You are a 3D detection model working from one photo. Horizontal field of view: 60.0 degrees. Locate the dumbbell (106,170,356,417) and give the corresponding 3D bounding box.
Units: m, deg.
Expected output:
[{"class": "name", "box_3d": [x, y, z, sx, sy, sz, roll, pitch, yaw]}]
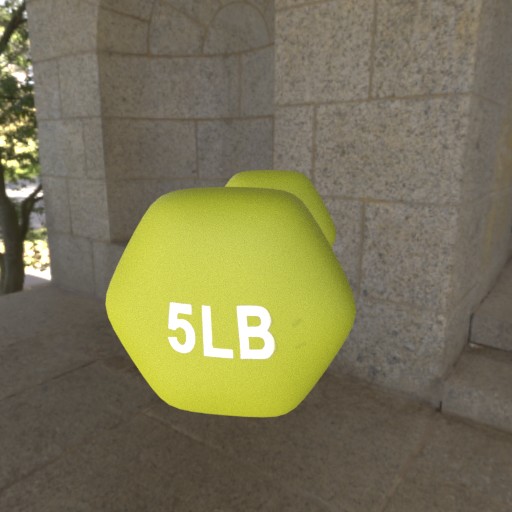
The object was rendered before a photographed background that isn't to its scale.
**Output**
[{"class": "dumbbell", "box_3d": [0.000, 0.000, 0.204, 0.080, 0.072, 0.164, 2, 13, 8]}]
